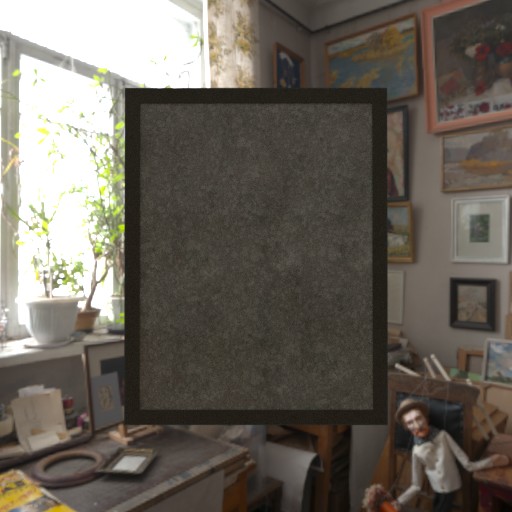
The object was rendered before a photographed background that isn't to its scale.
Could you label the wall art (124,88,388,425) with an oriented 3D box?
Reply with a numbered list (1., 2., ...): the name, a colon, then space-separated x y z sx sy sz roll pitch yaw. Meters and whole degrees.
1. wall art: 0.000 0.000 1.306 0.767 0.983 0.030 0 0 0
